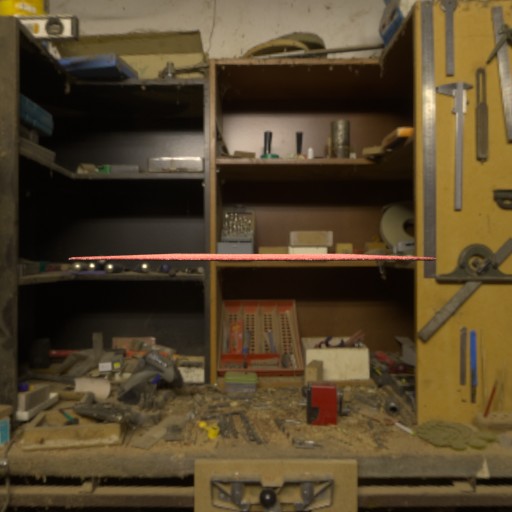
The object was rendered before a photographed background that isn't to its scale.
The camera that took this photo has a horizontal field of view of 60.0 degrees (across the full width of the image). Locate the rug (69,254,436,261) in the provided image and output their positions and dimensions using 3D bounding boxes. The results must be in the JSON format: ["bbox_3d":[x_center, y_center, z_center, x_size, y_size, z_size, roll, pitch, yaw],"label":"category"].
[{"bbox_3d":[0.000,0.000,2.241,1.139,0.011,1.747,0,1,1],"label":"rug"}]
